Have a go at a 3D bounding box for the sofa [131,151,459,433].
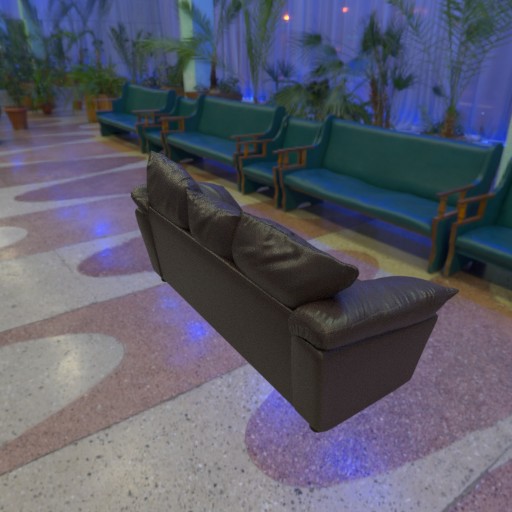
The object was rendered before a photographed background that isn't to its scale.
[{"bbox_3d":[0.000,0.000,2.986,0.907,1.091,2.390,-17,31,-30],"label":"sofa"}]
